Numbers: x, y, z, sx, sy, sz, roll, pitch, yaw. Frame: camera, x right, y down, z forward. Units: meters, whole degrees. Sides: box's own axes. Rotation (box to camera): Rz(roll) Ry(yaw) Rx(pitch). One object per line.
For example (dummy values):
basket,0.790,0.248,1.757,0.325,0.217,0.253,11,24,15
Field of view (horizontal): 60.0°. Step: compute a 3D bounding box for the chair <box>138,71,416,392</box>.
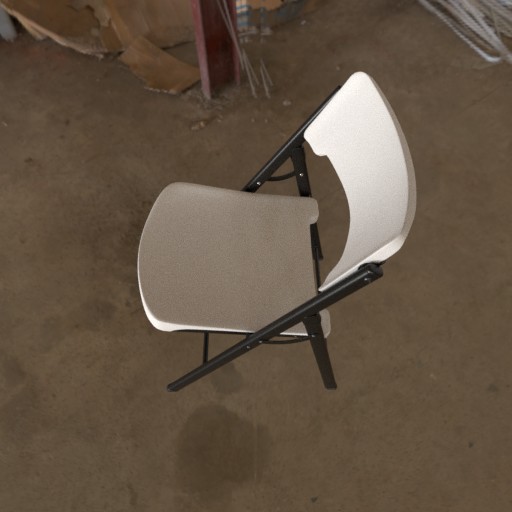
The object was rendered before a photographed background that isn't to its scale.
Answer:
chair,0.000,0.000,1.120,0.577,0.765,0.482,0,58,0
